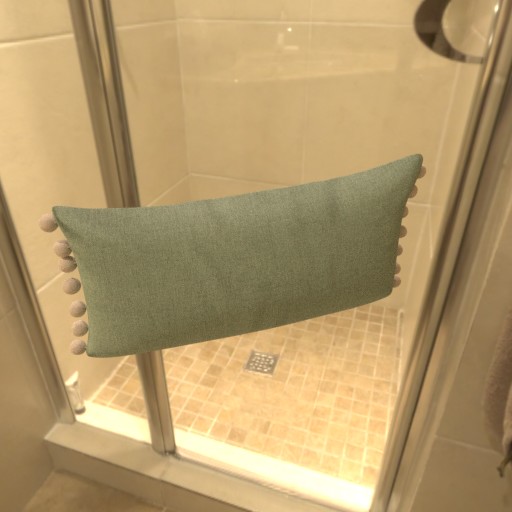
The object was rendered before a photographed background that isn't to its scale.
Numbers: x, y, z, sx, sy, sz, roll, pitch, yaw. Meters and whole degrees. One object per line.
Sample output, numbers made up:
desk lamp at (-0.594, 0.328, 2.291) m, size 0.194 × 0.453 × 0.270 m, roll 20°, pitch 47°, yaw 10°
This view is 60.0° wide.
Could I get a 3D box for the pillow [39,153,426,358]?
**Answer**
pillow at (0.000, 0.000, 0.825) m, size 0.709 × 0.322 × 0.201 m, roll -10°, pitch 33°, yaw -16°
